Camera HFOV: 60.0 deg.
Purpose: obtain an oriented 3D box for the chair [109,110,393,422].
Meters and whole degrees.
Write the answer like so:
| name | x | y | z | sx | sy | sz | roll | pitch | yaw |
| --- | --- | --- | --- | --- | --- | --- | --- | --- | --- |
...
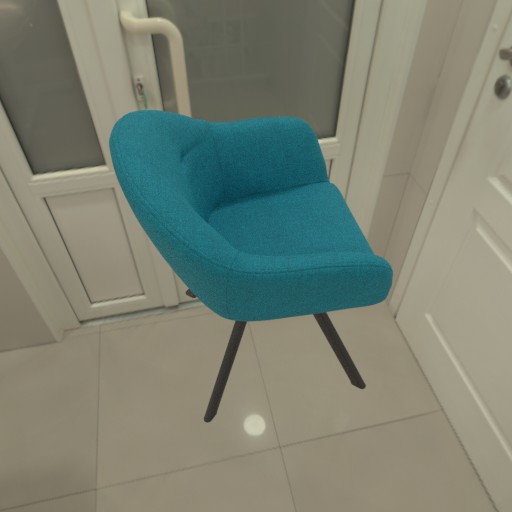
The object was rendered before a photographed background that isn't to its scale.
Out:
| name | x | y | z | sx | sy | sz | roll | pitch | yaw |
| --- | --- | --- | --- | --- | --- | --- | --- | --- | --- |
| chair | 0.000 | 0.000 | 1.145 | 0.565 | 0.775 | 0.545 | -9 | 47 | -9 |
